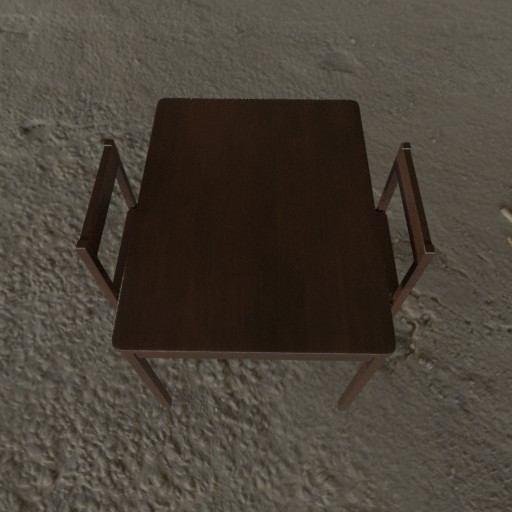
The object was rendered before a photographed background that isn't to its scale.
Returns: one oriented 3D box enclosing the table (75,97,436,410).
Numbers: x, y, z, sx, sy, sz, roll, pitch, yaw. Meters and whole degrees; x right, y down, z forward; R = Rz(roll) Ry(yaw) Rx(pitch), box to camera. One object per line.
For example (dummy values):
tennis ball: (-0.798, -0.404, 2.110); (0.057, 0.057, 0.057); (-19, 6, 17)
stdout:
table: (0.000, 0.000, 1.109); (0.672, 0.503, 0.650); (1, 59, 0)
